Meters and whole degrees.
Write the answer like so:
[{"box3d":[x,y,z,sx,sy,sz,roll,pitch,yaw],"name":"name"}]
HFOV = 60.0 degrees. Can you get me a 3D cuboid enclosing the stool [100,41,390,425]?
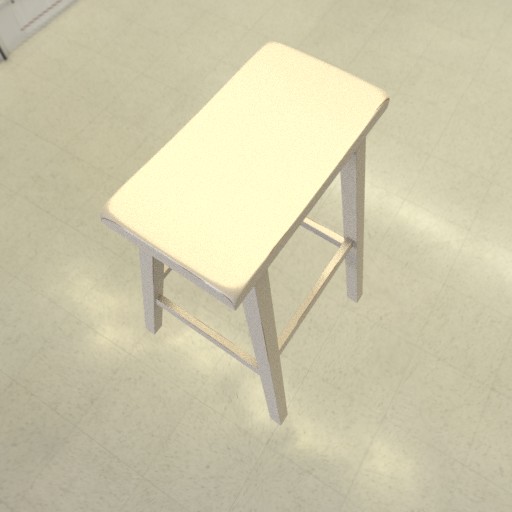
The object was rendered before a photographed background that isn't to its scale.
[{"box3d":[0.000,0.000,1.004,0.476,0.737,0.457,32,67,15],"name":"stool"}]
